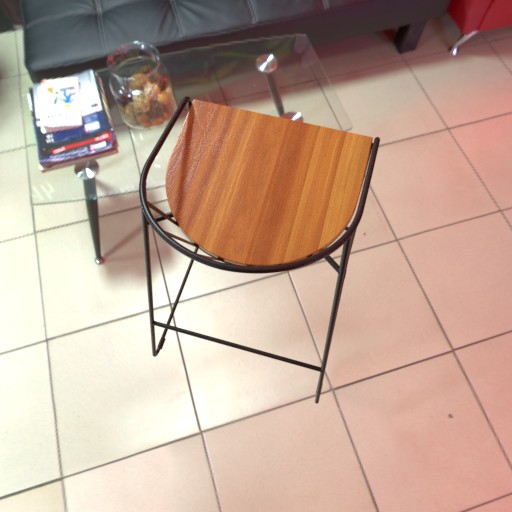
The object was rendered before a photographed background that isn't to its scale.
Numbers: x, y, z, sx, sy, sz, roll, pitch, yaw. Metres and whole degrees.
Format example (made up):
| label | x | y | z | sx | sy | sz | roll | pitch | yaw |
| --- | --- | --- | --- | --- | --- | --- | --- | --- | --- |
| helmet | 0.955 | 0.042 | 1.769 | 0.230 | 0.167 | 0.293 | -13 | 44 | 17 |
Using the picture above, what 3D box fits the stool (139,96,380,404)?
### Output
| label | x | y | z | sx | sy | sz | roll | pitch | yaw |
| --- | --- | --- | --- | --- | --- | --- | --- | --- | --- |
| stool | 0.000 | 0.000 | 1.159 | 0.546 | 0.812 | 0.521 | 14 | 65 | 7 |
